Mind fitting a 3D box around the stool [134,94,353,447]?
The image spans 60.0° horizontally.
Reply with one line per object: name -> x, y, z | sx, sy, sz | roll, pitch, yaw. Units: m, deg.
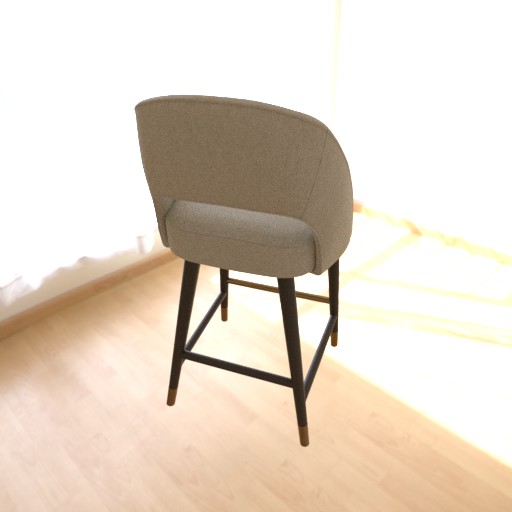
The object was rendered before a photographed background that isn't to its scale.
stool -> 0.000, 0.000, 1.226 | 0.494, 0.940, 0.509 | 10, 33, 17
